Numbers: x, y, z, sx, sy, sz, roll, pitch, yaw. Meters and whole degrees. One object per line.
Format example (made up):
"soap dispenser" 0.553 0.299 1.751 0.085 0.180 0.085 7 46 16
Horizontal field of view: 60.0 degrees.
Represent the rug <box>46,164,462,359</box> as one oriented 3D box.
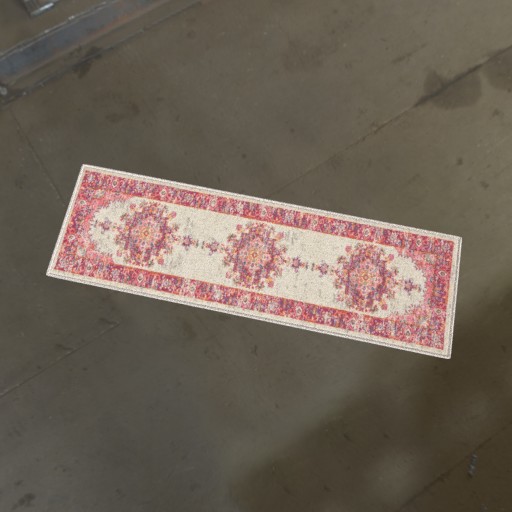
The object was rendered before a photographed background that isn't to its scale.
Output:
"rug" 0.000 0.000 2.021 1.824 0.009 0.562 11 76 3
